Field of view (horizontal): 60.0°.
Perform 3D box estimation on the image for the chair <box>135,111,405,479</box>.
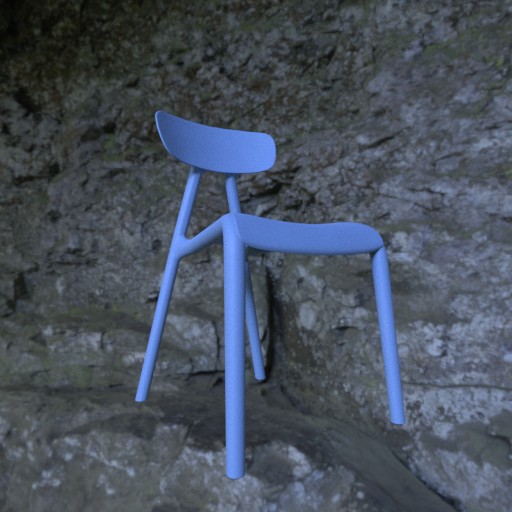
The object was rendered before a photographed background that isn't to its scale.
[{"bbox_3d":[0.000,0.000,0.827,0.356,0.580,0.401,1,-2,-35],"label":"chair"}]
